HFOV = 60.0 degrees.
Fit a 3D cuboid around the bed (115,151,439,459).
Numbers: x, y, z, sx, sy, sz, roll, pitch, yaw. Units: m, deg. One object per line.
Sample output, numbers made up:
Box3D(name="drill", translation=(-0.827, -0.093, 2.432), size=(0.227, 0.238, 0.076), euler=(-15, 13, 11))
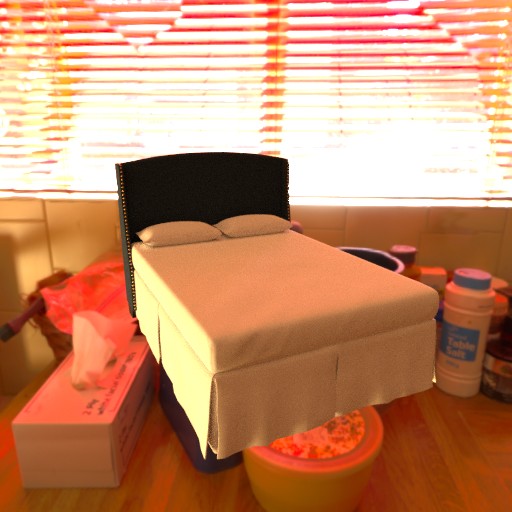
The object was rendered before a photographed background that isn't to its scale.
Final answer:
Box3D(name="bed", translation=(0.000, 0.000, 3.290), size=(1.604, 1.402, 2.223), euler=(-8, 18, -25))
